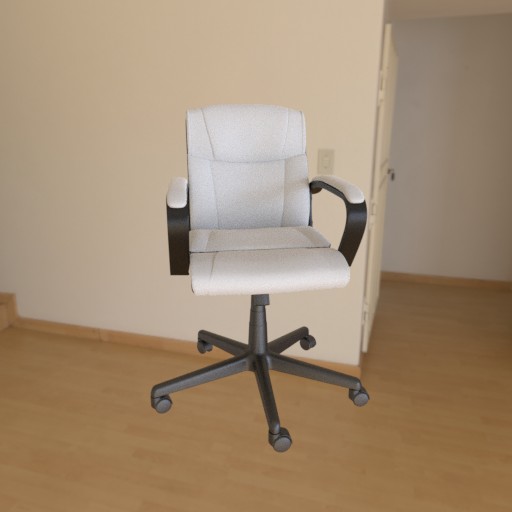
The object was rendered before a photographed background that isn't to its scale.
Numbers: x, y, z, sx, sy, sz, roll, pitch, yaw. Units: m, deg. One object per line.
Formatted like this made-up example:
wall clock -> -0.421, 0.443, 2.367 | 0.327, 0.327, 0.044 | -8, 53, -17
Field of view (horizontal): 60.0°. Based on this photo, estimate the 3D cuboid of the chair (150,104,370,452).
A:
chair -> 0.000, 0.000, 1.498 | 0.739, 1.004, 0.717 | -2, 16, -8
